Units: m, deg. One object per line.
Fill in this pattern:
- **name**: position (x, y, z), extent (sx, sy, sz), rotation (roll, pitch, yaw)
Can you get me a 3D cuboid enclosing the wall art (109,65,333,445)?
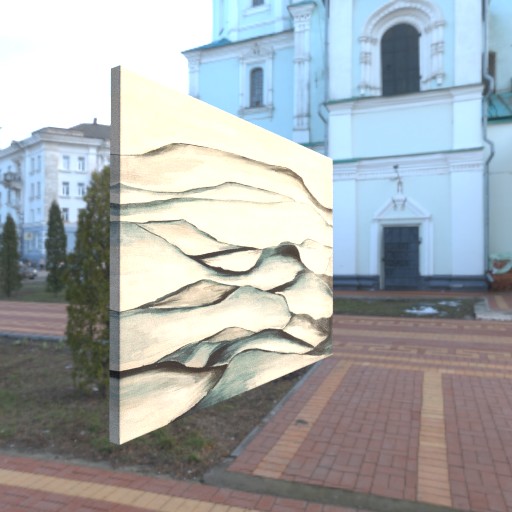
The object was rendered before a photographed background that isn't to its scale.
- **wall art**: position (0.000, 0.000, 1.576), extent (0.039, 0.915, 1.219), rotation (0, -1, 34)
